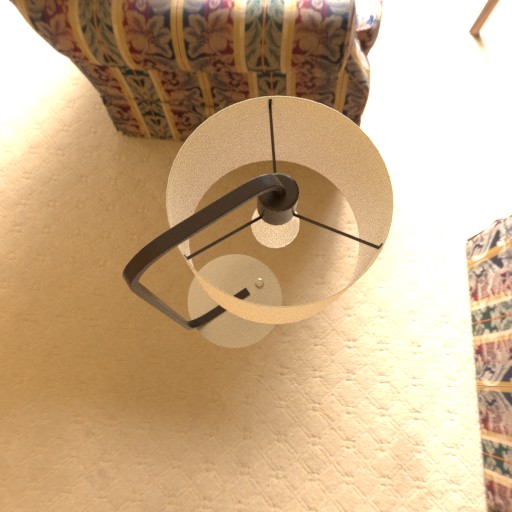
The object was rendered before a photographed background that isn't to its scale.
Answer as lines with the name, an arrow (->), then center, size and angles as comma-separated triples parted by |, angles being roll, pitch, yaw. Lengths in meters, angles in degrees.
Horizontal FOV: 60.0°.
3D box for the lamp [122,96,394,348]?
lamp -> 0.000, 0.000, 0.616 | 0.288, 0.473, 0.230 | -33, 77, -8
